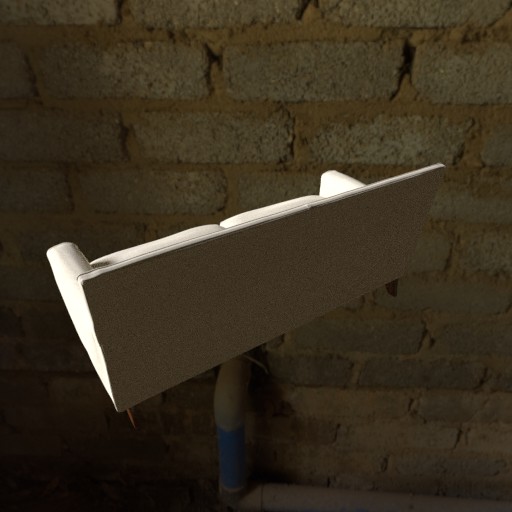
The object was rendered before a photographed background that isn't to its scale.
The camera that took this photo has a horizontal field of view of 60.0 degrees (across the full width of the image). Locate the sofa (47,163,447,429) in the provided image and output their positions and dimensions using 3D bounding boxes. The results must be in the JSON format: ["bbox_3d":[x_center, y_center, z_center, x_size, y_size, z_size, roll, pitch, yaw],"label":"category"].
[{"bbox_3d":[0.000,0.000,2.462,2.001,0.907,0.841,-20,36,-30],"label":"sofa"}]
